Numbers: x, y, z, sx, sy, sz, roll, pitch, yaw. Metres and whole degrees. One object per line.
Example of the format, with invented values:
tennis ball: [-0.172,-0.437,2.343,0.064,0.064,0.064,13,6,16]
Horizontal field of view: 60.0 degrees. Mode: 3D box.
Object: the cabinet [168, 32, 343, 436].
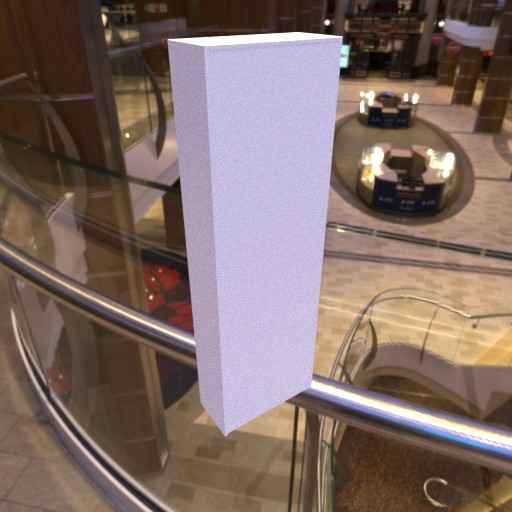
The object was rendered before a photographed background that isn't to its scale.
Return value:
cabinet: [0.000,0.000,1.840,0.520,1.630,0.255,-19,36,-29]
